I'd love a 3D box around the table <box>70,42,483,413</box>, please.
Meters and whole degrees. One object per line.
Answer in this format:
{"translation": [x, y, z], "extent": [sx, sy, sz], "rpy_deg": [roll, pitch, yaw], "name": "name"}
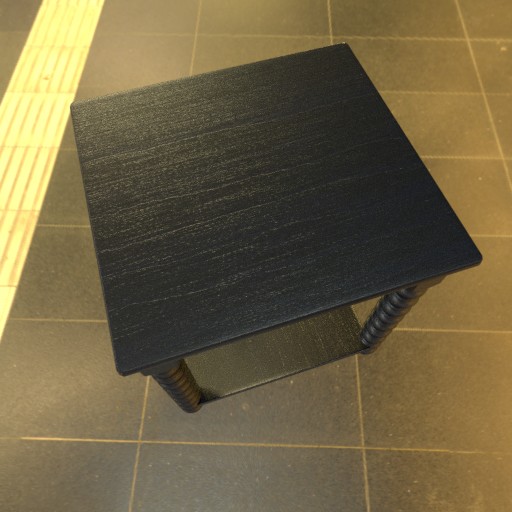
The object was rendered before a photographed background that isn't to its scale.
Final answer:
{"translation": [0.000, 0.000, 0.956], "extent": [0.533, 0.567, 0.500], "rpy_deg": [-16, 63, -8], "name": "table"}
